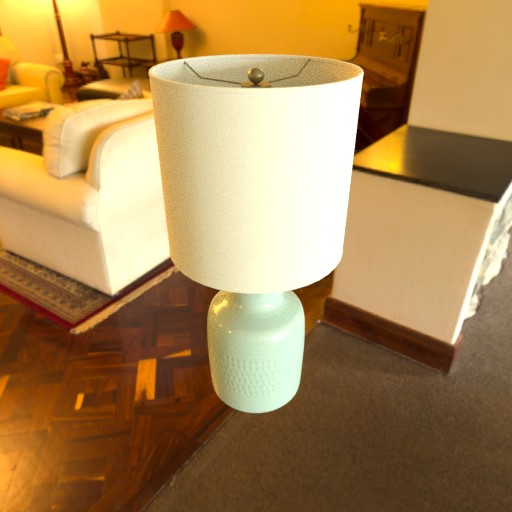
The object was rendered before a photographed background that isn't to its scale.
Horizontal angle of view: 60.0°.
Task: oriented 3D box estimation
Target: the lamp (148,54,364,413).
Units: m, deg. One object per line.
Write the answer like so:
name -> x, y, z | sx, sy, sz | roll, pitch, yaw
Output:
lamp -> 0.000, 0.000, 1.104 | 0.418, 0.871, 0.418 | -7, 32, -12
